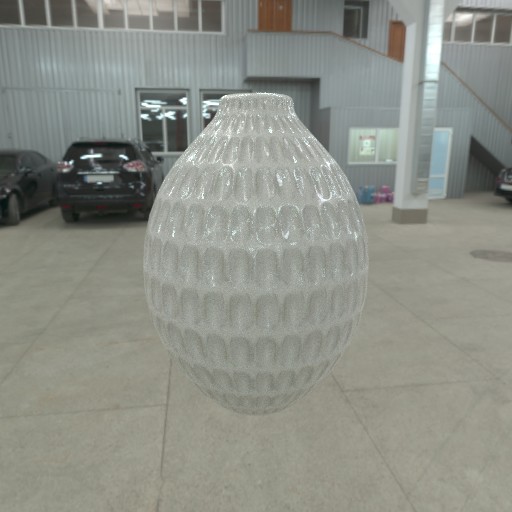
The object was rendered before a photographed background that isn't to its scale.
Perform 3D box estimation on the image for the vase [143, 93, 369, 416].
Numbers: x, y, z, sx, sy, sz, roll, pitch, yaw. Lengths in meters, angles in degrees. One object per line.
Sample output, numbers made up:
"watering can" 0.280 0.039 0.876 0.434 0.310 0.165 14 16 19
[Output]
"vase" 0.000 0.000 0.327 0.162 0.223 0.162 0 14 0
